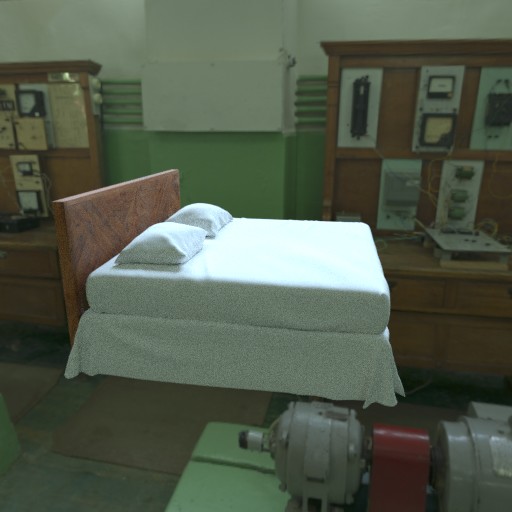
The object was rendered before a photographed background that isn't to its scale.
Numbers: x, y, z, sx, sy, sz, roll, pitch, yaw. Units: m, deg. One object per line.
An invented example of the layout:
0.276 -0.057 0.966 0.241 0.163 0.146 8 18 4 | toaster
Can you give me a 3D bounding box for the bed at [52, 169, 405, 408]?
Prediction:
0.000 0.000 3.597 2.165 1.158 2.255 3 17 10 | bed
